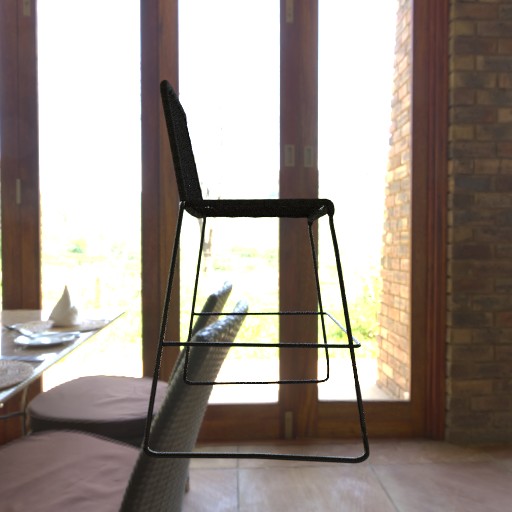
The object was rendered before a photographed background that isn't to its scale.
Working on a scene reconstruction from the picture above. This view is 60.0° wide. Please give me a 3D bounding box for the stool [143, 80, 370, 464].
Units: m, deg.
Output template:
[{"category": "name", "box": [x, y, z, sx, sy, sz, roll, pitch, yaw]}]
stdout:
[{"category": "stool", "box": [0.000, 0.000, 1.260, 0.509, 0.905, 0.590, 0, 1, 1]}]
